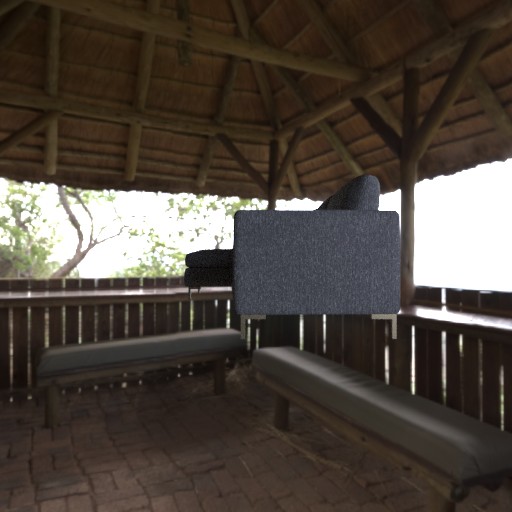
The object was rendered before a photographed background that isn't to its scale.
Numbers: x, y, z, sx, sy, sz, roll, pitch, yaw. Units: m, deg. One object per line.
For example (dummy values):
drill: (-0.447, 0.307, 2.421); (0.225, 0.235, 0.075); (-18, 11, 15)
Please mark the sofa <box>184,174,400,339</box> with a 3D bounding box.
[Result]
sofa: (0.000, 0.000, 3.523); (1.350, 0.810, 2.932); (0, 0, -1)
